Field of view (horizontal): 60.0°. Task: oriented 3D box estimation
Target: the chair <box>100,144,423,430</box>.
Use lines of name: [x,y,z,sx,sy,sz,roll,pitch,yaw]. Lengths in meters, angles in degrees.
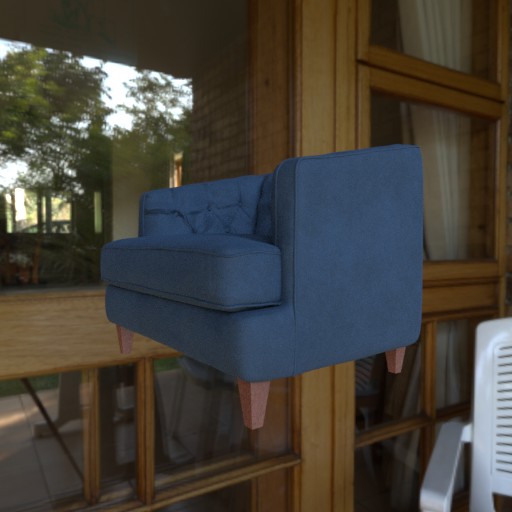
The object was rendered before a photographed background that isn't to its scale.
chair: [0.000,0.000,1.734,0.940,0.852,1.094,-1,2,-36]
